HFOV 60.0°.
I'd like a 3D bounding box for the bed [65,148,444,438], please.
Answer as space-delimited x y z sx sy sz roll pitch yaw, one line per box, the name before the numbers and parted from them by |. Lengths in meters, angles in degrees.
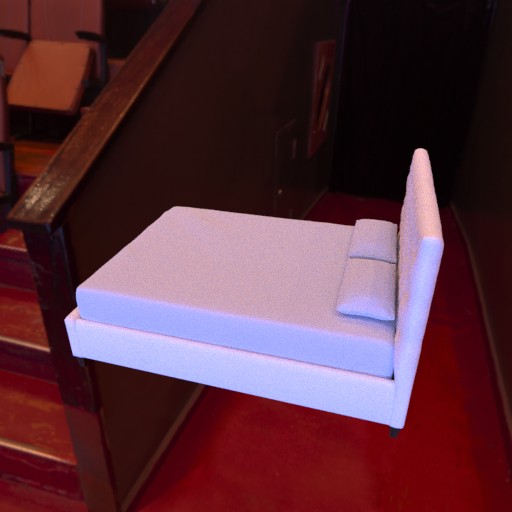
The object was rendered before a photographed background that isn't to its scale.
bed | 0.000 0.000 3.442 2.387 1.427 1.698 8 30 14
